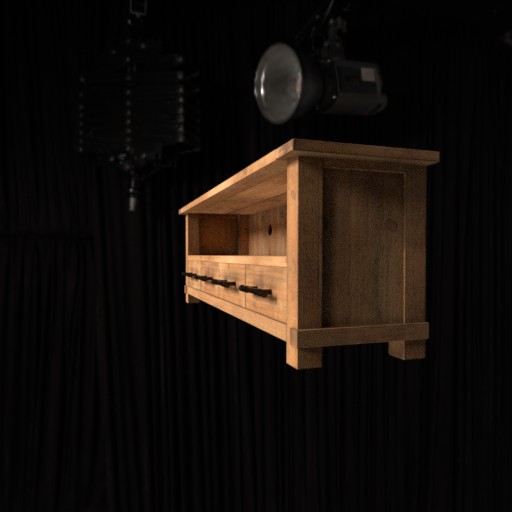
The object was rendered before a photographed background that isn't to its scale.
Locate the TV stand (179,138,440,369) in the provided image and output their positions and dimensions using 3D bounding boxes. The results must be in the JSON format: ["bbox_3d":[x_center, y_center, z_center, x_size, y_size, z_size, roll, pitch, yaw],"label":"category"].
[{"bbox_3d":[0.000,0.000,1.986,0.453,0.573,1.804,0,0,-18],"label":"TV stand"}]
